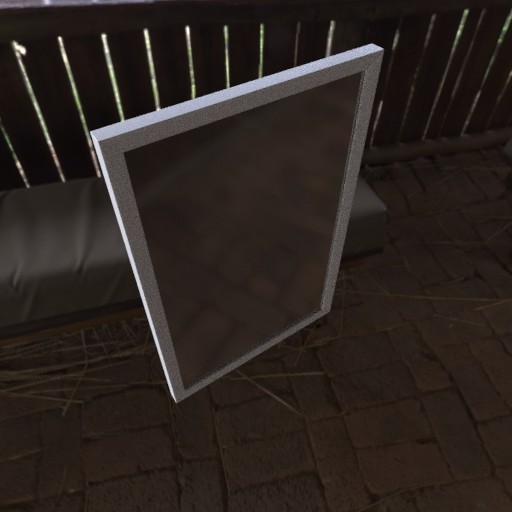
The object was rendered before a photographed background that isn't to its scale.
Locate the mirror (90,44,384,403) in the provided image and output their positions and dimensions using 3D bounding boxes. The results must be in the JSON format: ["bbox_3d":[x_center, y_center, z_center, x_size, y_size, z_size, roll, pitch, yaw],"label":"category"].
[{"bbox_3d":[0.000,0.000,1.140,0.609,0.914,0.041,-26,52,-22],"label":"mirror"}]
